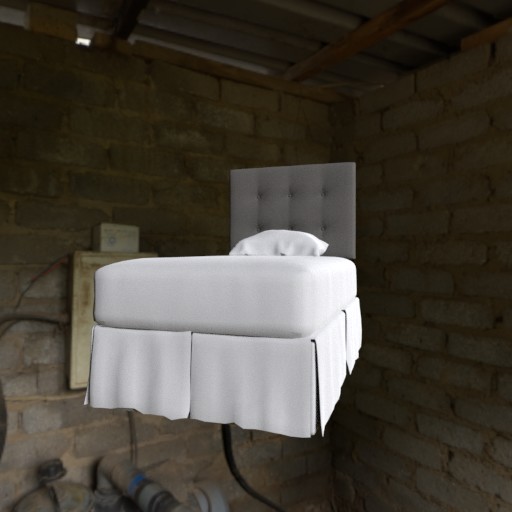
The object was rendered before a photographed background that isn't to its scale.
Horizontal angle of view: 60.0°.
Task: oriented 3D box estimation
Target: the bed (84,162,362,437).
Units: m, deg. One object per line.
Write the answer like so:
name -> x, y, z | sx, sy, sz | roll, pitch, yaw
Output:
bed -> 0.000, 0.000, 3.020 | 1.261, 1.571, 1.997 | 0, 0, 19
